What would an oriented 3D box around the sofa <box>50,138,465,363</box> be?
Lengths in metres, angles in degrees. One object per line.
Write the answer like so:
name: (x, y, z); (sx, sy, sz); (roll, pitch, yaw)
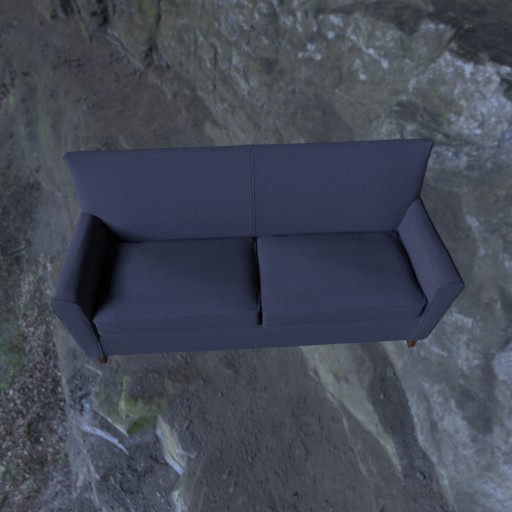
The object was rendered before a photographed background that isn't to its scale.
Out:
sofa: (0.000, 0.000, 2.457); (2.002, 0.907, 0.843); (-3, 48, -2)
